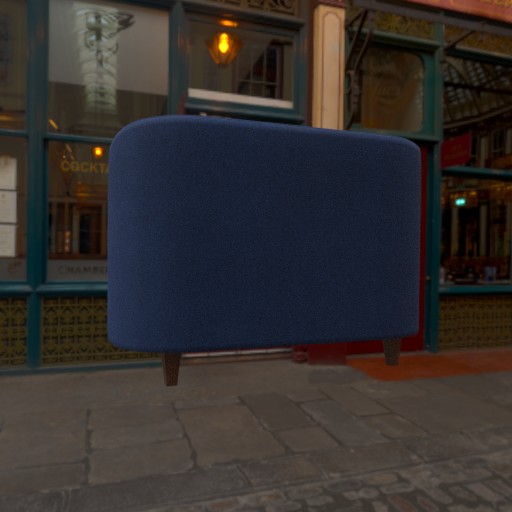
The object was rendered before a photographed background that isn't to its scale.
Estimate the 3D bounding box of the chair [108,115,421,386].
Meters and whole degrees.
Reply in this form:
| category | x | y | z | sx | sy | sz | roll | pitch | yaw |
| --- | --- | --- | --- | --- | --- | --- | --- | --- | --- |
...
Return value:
| category | x | y | z | sx | sy | sz | roll | pitch | yaw |
| --- | --- | --- | --- | --- | --- | --- | --- | --- | --- |
| chair | 0.000 | 0.000 | 1.760 | 1.118 | 0.787 | 0.914 | 0 | 0 | -18 |
